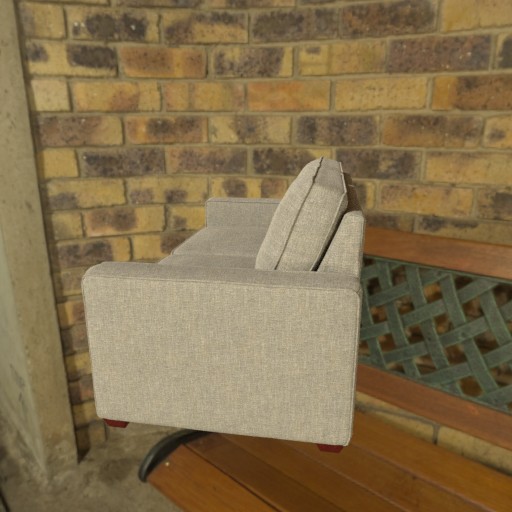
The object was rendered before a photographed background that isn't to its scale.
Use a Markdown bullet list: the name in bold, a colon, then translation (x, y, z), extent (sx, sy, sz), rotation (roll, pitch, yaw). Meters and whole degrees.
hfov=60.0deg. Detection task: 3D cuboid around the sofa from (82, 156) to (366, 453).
- **sofa**: translation (0.000, 0.000, 2.231), extent (0.945, 0.915, 1.706), rotation (3, 16, 9)
